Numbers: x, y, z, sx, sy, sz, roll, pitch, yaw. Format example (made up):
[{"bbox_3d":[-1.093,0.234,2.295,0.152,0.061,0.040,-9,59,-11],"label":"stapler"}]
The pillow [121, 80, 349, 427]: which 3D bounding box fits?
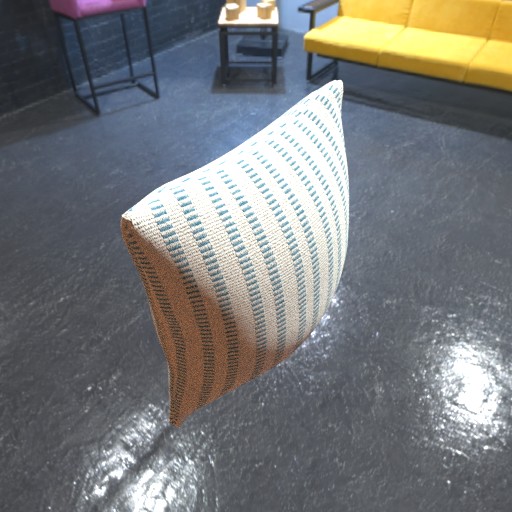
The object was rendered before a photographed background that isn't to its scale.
[{"bbox_3d":[0.000,0.000,0.689,0.247,0.419,0.438,26,48,26],"label":"pillow"}]
